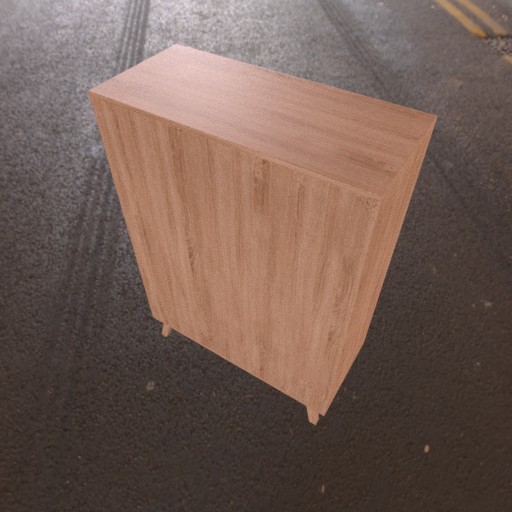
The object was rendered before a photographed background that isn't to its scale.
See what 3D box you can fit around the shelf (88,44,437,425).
[{"bbox_3d":[0.000,0.000,1.881,1.000,1.390,0.450,25,52,22],"label":"shelf"}]
